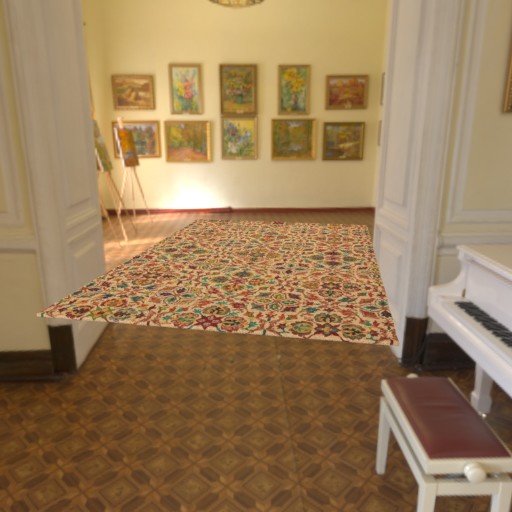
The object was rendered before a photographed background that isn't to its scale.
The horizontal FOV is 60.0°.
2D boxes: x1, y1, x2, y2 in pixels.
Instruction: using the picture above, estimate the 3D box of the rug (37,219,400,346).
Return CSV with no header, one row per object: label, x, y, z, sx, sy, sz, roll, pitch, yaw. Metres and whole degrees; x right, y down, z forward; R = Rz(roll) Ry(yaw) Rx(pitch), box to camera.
rug,0.000,0.000,2.901,1.541,0.018,2.297,3,16,10
